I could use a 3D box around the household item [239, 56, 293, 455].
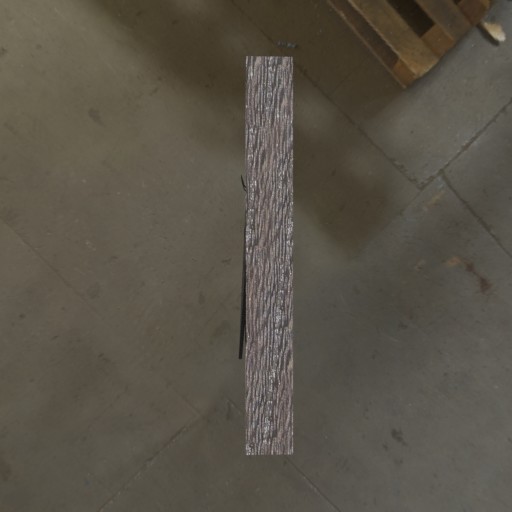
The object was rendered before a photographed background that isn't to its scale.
[{"bbox_3d":[0.000,0.000,0.238,0.020,0.180,0.133,0,90,-2],"label":"household item"}]
